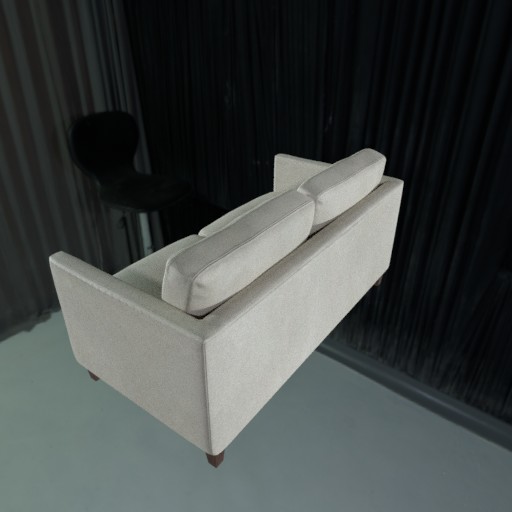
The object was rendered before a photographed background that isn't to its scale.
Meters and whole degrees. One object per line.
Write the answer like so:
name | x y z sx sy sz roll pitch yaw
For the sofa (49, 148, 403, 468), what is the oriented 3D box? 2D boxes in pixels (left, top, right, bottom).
sofa | 0.000 0.000 2.440 0.950 0.940 1.846 20 36 31
